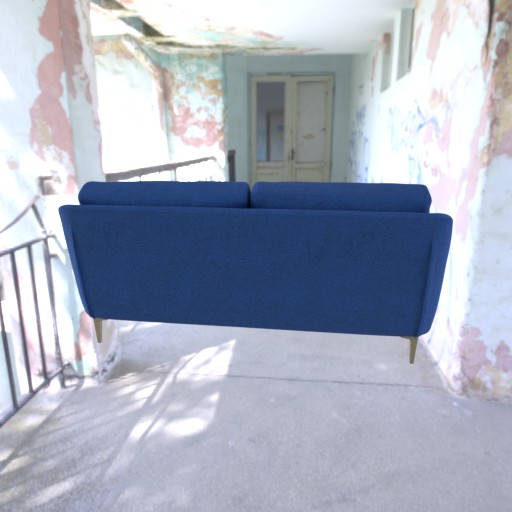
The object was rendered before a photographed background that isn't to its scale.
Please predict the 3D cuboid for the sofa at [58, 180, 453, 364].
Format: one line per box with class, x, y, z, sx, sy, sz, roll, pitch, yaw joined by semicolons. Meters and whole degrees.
sofa;0.000;0.000;2.539;2.036;0.903;0.960;2;16;8
